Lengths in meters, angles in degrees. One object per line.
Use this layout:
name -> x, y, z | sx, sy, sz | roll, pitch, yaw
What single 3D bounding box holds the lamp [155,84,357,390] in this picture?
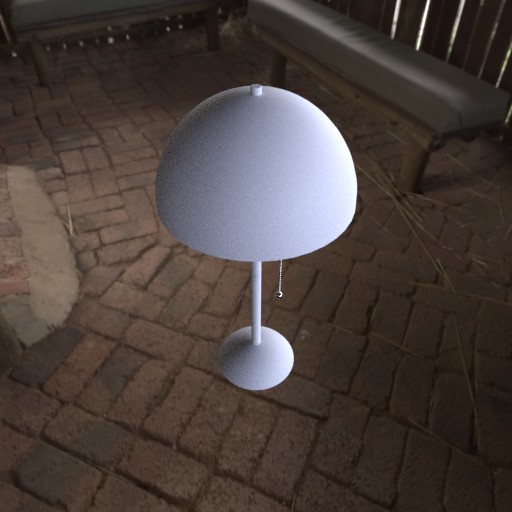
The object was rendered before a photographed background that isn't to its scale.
lamp -> 0.000, 0.000, 0.432 | 0.171, 0.330, 0.171 | 0, 42, 0
